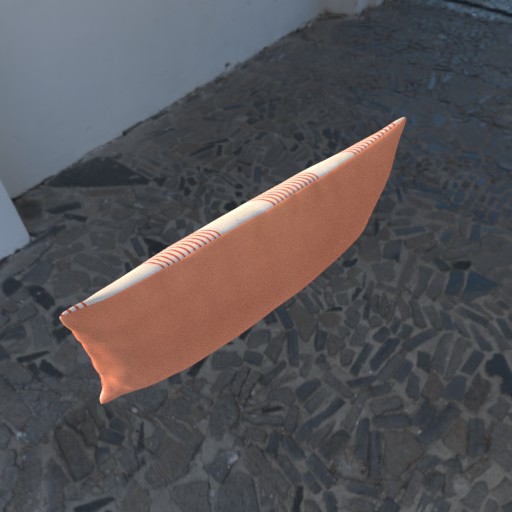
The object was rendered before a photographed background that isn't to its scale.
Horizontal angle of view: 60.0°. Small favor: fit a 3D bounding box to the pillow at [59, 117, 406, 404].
[{"bbox_3d":[0.000,0.000,0.718,0.608,0.292,0.156,-33,55,-27],"label":"pillow"}]
